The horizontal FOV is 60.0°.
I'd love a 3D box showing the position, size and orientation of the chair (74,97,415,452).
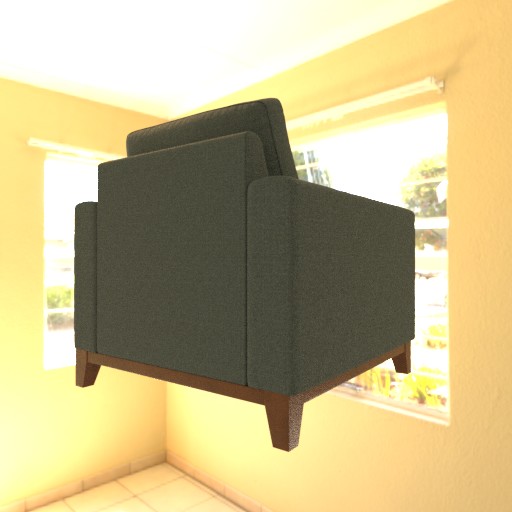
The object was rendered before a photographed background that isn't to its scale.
[{"bbox_3d":[0.000,0.000,1.845,1.024,1.010,1.038,0,0,37],"label":"chair"}]
